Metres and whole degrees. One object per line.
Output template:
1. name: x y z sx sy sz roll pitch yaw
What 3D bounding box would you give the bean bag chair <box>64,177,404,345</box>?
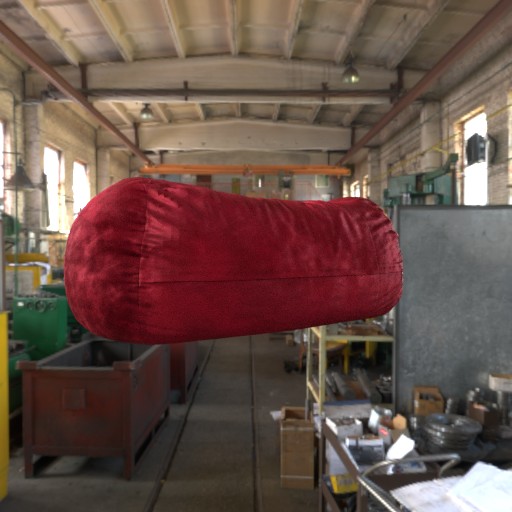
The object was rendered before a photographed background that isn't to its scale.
1. bean bag chair: 0.000 0.000 2.878 2.293 0.867 1.216 -1 1 -35
